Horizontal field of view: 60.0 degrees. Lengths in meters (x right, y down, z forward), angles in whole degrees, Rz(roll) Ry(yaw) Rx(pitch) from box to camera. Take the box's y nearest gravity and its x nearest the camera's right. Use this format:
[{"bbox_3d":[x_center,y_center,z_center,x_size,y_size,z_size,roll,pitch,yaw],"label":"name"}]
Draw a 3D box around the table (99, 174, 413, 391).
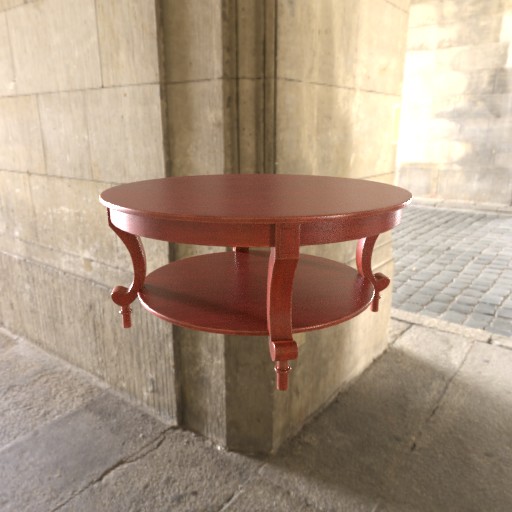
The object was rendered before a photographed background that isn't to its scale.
[{"bbox_3d":[0.000,0.000,1.597,1.029,0.486,1.029,0,16,0],"label":"table"}]
